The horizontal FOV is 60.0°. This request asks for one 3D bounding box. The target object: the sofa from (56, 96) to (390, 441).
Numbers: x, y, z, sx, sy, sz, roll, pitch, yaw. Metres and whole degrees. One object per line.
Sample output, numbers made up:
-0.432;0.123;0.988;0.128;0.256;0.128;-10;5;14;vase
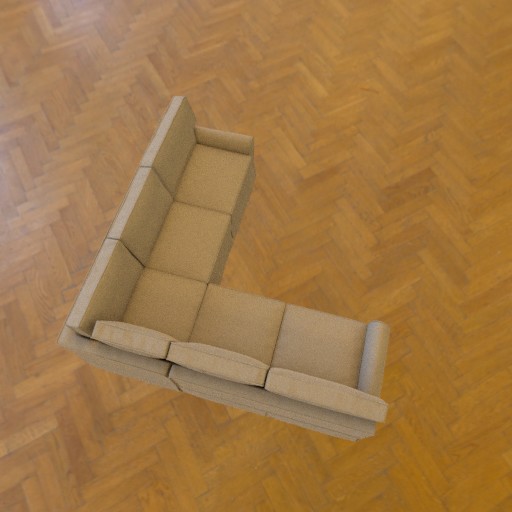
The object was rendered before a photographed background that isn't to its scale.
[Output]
0.000;0.000;4.352;2.730;1.124;2.733;14;65;7;sofa
